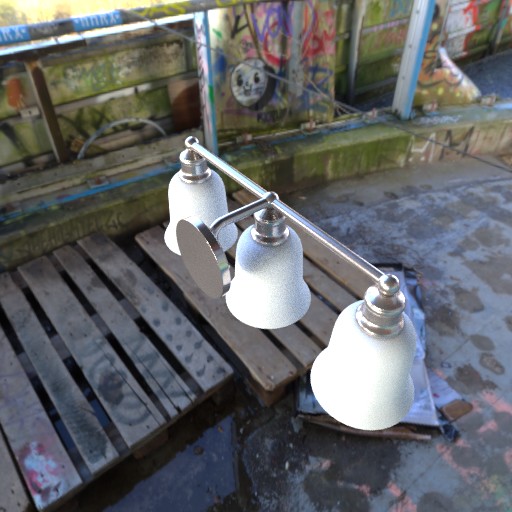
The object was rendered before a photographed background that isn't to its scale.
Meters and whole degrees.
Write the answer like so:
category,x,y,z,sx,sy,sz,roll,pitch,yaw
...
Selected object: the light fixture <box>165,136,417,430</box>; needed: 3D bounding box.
category,x,y,z,sx,sy,sz,roll,pitch,yaw
light fixture,0.000,0.000,0.677,0.198,0.211,0.570,-27,48,-27
